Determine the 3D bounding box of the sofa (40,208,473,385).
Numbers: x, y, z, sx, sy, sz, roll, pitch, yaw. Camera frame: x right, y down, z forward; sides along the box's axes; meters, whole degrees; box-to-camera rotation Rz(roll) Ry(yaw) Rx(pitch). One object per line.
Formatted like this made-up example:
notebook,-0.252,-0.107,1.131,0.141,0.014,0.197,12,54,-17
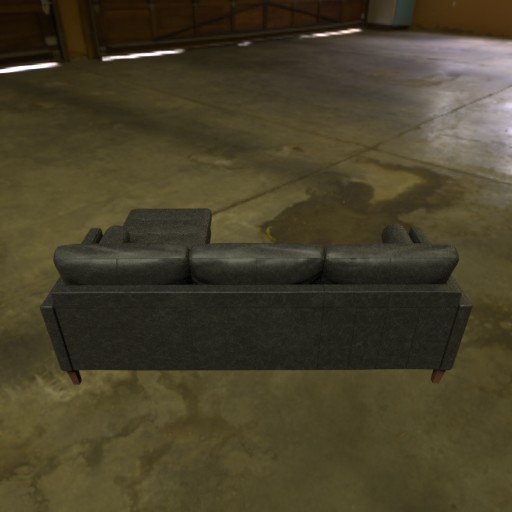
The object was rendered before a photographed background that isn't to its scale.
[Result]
sofa,0.000,0.000,2.920,2.178,0.876,1.497,0,32,0
